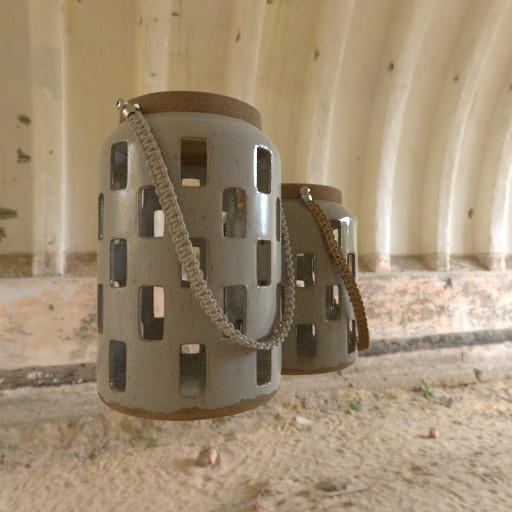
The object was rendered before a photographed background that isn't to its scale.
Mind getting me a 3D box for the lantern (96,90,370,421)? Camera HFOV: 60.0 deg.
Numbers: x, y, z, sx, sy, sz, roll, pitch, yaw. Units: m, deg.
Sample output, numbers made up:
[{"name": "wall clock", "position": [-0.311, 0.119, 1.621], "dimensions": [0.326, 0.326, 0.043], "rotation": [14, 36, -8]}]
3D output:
[{"name": "lantern", "position": [0.000, 0.000, 0.477], "dimensions": [0.184, 0.255, 0.347], "rotation": [-1, -1, 36]}]
